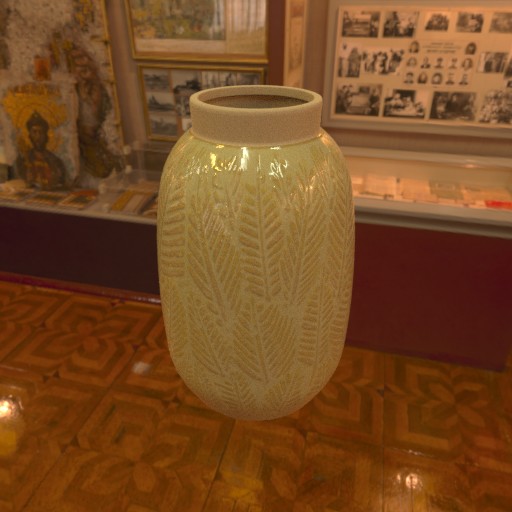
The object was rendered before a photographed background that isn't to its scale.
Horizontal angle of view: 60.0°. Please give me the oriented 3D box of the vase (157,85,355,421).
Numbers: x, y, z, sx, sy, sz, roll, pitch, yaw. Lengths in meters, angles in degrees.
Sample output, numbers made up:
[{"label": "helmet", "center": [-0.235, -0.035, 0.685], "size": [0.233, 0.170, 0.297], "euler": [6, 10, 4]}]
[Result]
[{"label": "vase", "center": [0.000, 0.000, 0.391], "size": [0.172, 0.270, 0.172], "euler": [0, 30, 0]}]
